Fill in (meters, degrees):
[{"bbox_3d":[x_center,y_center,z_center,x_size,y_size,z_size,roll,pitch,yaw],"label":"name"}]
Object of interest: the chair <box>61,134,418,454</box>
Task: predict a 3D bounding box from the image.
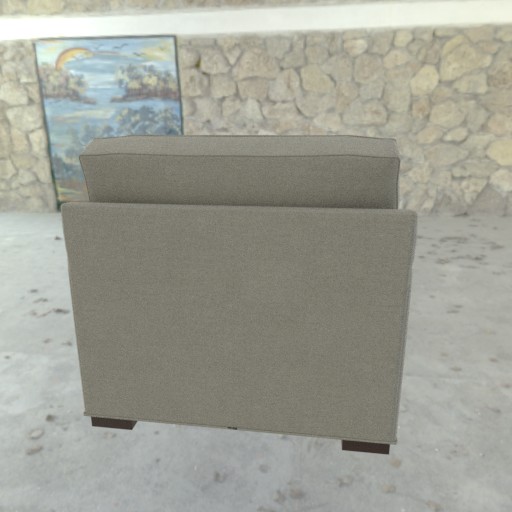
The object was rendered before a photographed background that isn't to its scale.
[{"bbox_3d":[0.000,0.000,1.760,0.999,0.934,1.044,2,16,8],"label":"chair"}]
